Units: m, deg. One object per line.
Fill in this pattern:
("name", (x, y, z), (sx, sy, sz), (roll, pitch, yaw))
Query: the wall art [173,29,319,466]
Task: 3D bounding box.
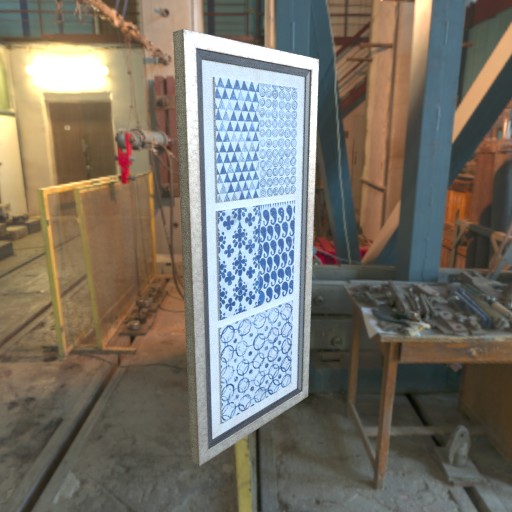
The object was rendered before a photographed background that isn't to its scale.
("wall art", (0.000, 0.000, 1.684), (0.051, 1.461, 0.648), (13, 19, 42))
